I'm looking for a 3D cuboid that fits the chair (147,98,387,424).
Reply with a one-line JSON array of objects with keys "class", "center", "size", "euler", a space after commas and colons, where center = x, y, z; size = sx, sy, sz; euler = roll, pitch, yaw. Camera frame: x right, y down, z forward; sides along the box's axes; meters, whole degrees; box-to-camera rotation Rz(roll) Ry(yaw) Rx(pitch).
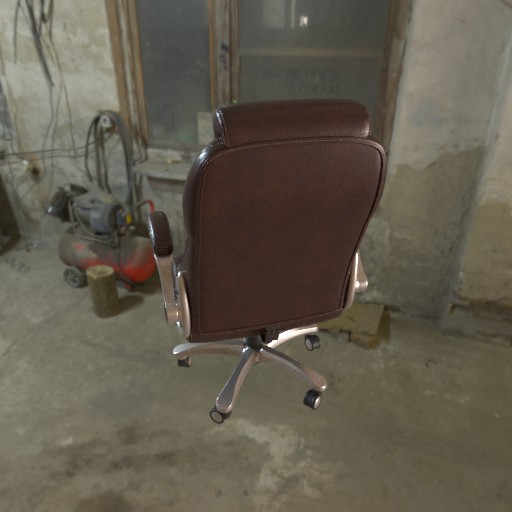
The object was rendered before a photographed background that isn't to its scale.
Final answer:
[{"class": "chair", "center": [0.000, 0.000, 1.613], "size": [0.733, 1.160, 0.774], "euler": [-8, 28, -15]}]
